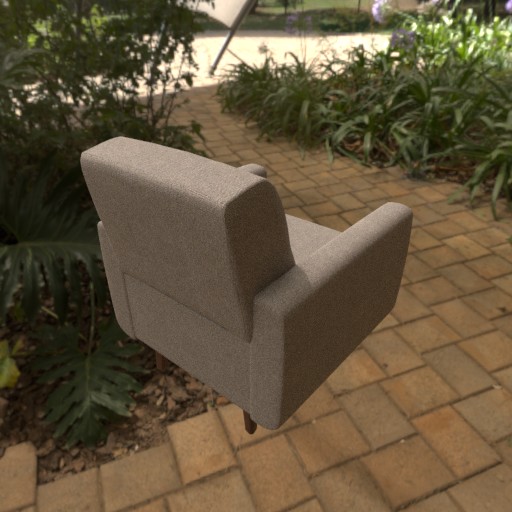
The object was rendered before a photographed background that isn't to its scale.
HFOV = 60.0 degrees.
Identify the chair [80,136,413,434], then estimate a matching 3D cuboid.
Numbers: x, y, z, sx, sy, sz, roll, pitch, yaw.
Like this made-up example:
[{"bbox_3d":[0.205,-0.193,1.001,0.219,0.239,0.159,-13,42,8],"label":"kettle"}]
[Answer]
[{"bbox_3d":[0.000,0.000,1.686,0.845,0.968,0.942,23,38,33],"label":"chair"}]
